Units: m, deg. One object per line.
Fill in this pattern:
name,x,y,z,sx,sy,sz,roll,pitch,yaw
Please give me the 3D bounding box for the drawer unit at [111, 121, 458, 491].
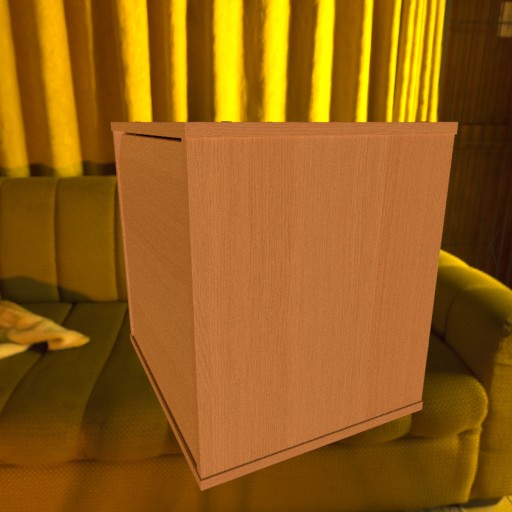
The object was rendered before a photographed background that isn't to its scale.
drawer unit,0.000,0.000,0.592,0.290,0.344,0.349,-8,19,-25
